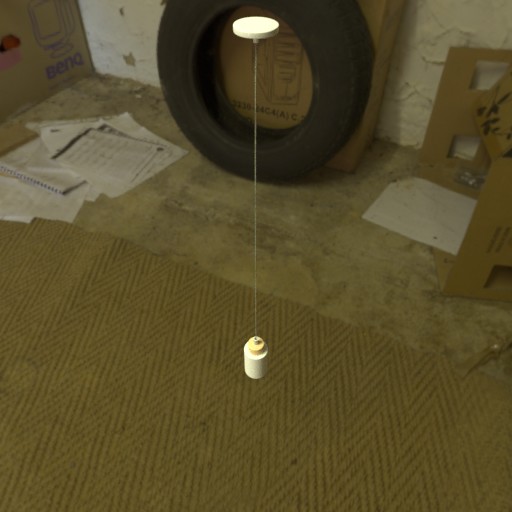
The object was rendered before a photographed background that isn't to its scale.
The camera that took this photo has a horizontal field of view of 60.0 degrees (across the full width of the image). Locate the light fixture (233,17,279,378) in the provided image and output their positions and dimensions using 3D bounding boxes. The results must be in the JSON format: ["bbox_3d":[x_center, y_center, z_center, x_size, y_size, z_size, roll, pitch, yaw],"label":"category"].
[{"bbox_3d":[0.000,0.000,1.847,0.125,1.798,0.125,3,45,3],"label":"light fixture"}]
